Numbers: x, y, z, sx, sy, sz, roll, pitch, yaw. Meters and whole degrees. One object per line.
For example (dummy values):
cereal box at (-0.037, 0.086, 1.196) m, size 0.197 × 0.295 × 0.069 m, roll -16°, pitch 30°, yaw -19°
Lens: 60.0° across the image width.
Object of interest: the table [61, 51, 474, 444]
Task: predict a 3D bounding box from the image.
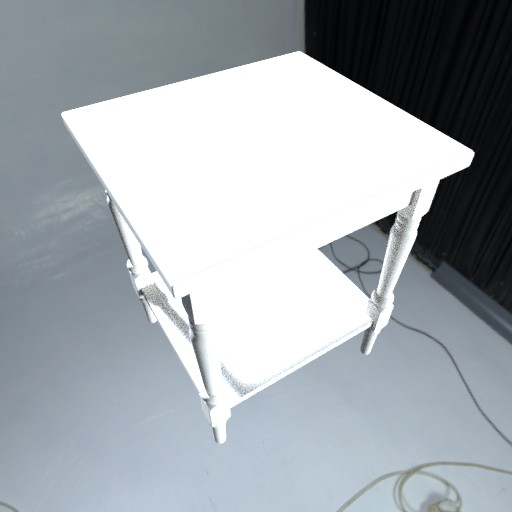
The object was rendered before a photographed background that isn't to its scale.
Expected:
table at (0.000, 0.000, 0.895) m, size 0.488 × 0.565 × 0.442 m, roll -24°, pitch 51°, yaw -22°
